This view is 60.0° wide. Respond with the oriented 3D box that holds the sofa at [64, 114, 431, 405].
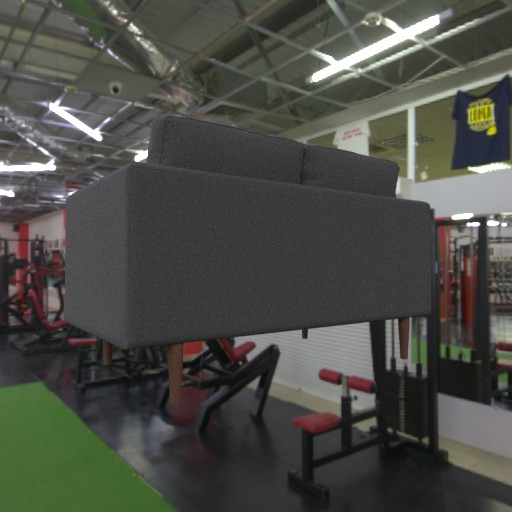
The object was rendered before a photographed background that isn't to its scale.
[{"bbox_3d":[0.000,0.000,1.940,1.430,0.908,0.796,1,-1,-35],"label":"sofa"}]
